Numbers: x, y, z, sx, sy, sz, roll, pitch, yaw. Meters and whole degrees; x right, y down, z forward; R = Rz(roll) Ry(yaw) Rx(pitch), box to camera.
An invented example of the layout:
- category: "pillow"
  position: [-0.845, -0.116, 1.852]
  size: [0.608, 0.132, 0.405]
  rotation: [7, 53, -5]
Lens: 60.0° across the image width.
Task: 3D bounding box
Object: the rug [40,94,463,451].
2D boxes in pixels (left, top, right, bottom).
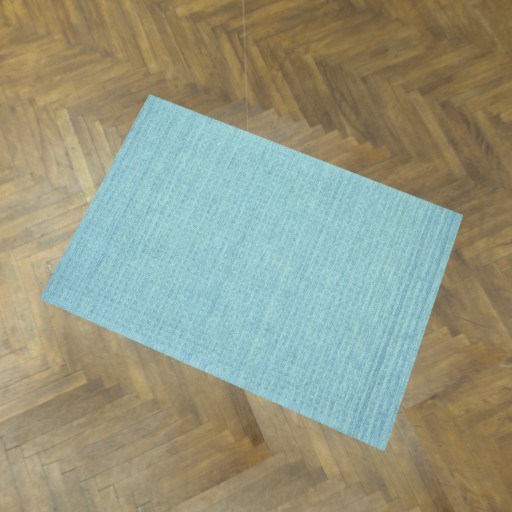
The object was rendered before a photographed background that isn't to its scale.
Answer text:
- category: "rug"
  position: [0.000, 0.000, 3.601]
  size: [2.895, 0.006, 1.982]
  rotation: [22, 78, 5]
